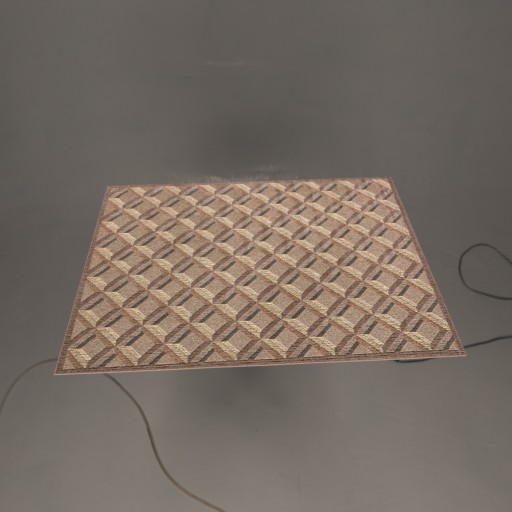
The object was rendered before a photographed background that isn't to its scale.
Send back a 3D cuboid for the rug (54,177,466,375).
[{"bbox_3d":[0.000,0.000,4.334,3.294,0.018,2.382,-2,47,-2],"label":"rug"}]
